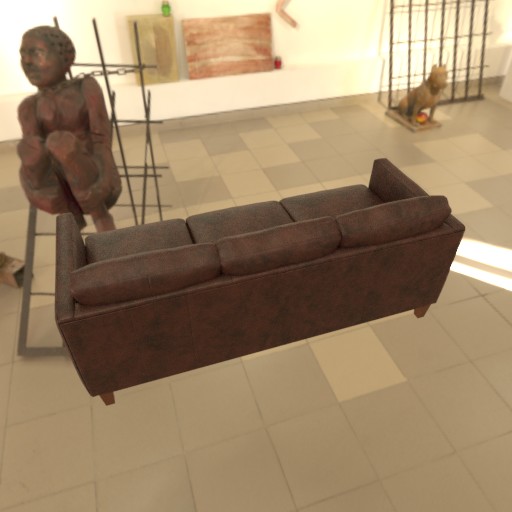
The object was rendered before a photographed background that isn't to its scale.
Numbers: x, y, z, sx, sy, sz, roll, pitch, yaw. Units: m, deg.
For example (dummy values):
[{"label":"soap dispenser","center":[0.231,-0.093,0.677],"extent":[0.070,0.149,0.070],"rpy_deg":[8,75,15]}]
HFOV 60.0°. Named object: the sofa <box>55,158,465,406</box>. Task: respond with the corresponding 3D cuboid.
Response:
[{"label":"sofa","center":[0.000,0.000,3.046],"extent":[2.464,1.006,1.045],"rpy_deg":[-12,42,-14]}]
